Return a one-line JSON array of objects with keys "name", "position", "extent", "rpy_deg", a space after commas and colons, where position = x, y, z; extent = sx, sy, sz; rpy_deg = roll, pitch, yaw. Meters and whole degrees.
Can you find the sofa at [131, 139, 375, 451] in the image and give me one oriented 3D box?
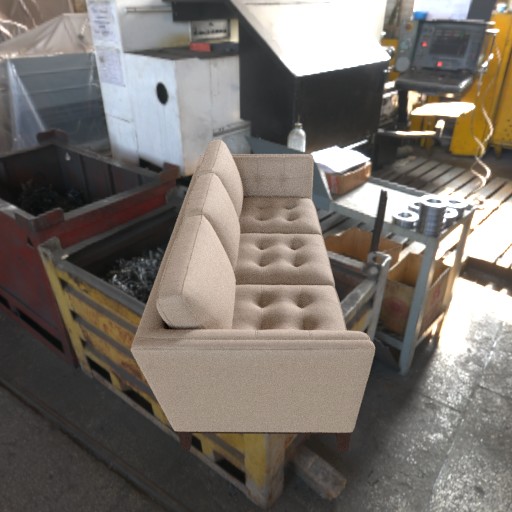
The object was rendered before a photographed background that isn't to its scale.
[{"name": "sofa", "position": [0.000, 0.000, 2.891], "extent": [0.965, 0.940, 2.388], "rpy_deg": [0, 31, 0]}]
